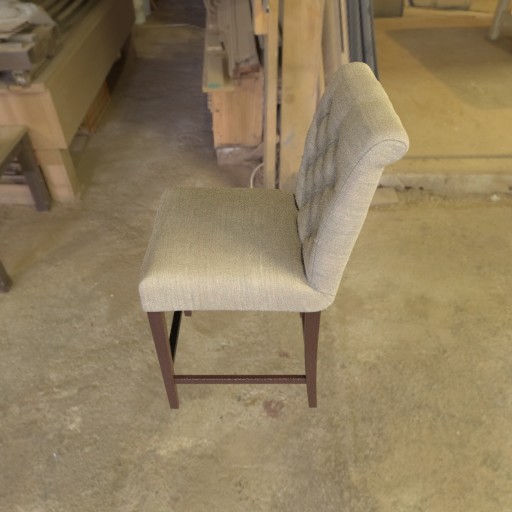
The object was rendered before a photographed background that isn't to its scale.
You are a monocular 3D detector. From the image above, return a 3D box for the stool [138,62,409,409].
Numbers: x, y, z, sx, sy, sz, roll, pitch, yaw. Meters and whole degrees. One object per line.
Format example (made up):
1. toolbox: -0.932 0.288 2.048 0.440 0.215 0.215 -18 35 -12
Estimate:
1. stool: 0.000 0.000 1.435 0.660 1.084 0.486 0 42 0
